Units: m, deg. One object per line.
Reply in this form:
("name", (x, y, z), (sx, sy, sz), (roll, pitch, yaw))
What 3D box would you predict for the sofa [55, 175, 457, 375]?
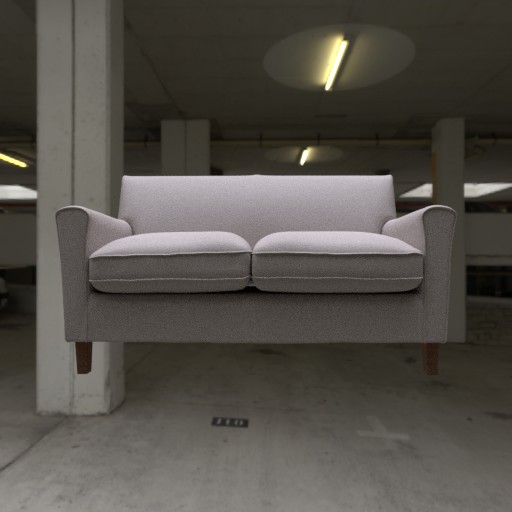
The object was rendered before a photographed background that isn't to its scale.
("sofa", (0.000, 0.000, 2.018), (1.482, 0.890, 0.888), (0, 0, 1))
